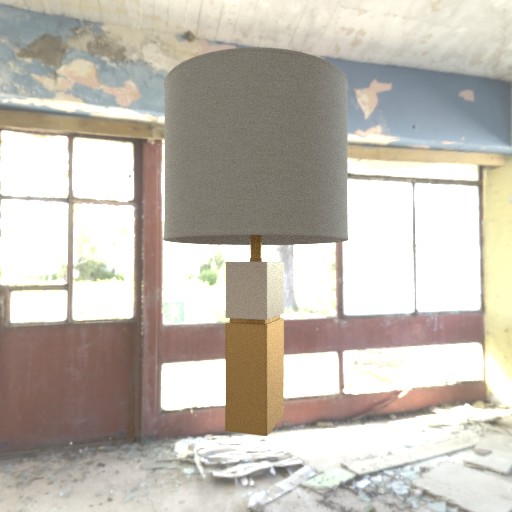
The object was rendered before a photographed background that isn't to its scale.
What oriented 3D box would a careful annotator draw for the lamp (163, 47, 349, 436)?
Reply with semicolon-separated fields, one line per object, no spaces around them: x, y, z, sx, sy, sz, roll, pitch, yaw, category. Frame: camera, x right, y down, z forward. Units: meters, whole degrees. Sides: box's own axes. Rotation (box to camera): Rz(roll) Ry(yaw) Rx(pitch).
0.000;0.000;0.557;0.229;0.417;0.229;0;-1;19;lamp
